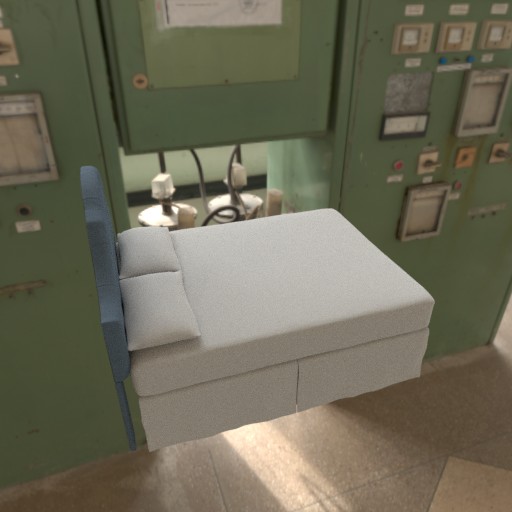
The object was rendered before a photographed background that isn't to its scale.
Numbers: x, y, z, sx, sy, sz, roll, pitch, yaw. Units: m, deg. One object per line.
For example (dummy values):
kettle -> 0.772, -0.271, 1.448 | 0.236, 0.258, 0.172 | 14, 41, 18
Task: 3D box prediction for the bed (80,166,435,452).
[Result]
bed -> 0.000, 0.000, 3.269 | 2.155, 1.575, 1.636 | -10, 33, -16
